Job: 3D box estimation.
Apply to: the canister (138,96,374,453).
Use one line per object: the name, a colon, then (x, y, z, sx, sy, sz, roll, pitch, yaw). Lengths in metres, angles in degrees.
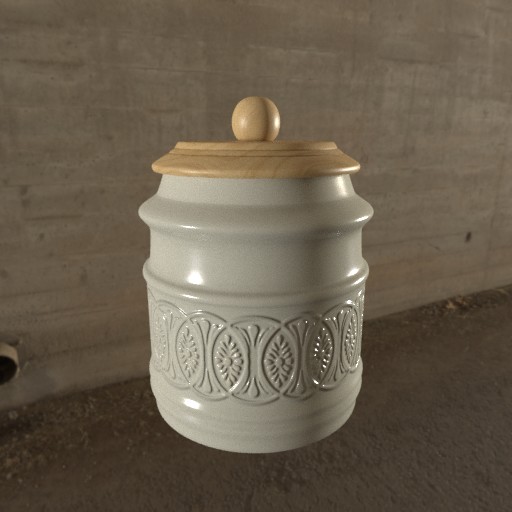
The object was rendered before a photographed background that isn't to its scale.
canister: (0.000, 0.000, 0.260, 0.130, 0.176, 0.130, 0, 15, 0)
